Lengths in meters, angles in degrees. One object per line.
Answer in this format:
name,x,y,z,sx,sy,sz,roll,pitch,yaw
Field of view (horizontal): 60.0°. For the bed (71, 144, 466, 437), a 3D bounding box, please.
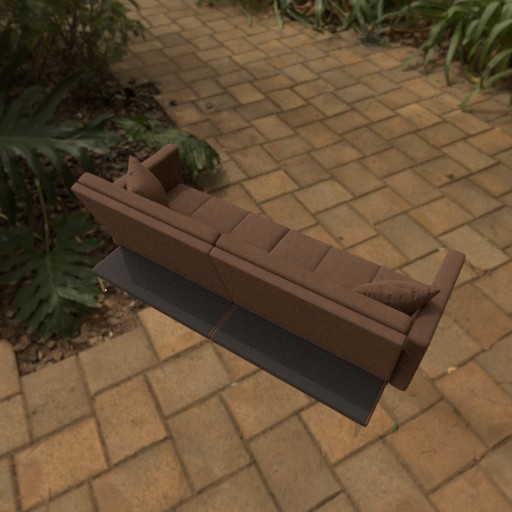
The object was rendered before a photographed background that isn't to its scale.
bed,0.000,0.000,2.382,1.905,0.787,0.889,24,51,22
